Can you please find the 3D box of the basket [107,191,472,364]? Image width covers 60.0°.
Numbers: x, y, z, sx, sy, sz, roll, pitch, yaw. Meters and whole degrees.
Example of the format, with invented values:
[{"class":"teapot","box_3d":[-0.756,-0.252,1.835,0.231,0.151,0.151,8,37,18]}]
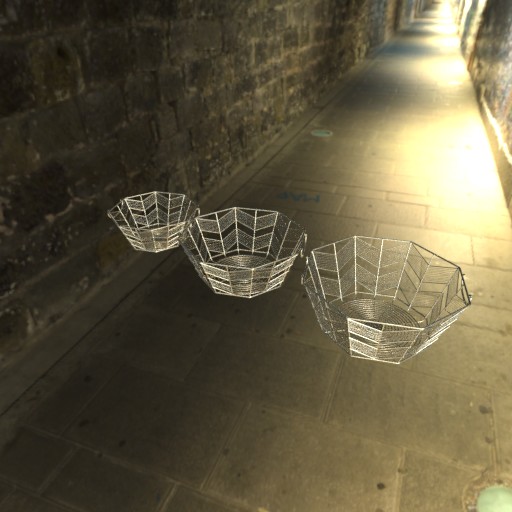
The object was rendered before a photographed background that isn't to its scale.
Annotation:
[{"class":"basket","box_3d":[0.000,0.000,1.398,1.246,0.178,0.432,20,37,30]}]
